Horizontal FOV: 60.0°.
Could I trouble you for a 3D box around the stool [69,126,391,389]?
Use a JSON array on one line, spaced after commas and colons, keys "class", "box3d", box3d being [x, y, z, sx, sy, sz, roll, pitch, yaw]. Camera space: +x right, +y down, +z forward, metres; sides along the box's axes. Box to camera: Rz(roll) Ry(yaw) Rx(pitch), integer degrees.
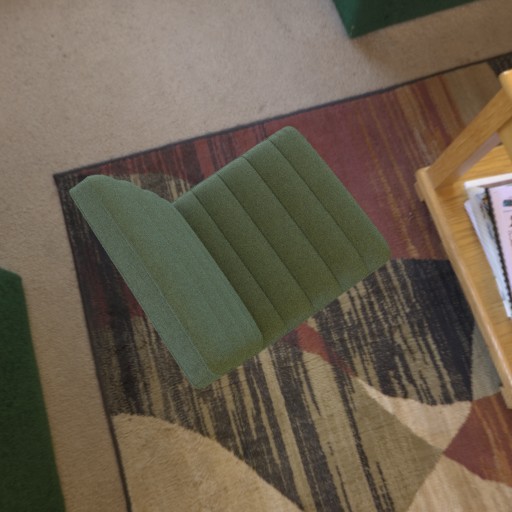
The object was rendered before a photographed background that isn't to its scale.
[{"class": "stool", "box3d": [0.000, 0.000, 1.269, 0.560, 0.940, 0.460, -34, 79, -8]}]
